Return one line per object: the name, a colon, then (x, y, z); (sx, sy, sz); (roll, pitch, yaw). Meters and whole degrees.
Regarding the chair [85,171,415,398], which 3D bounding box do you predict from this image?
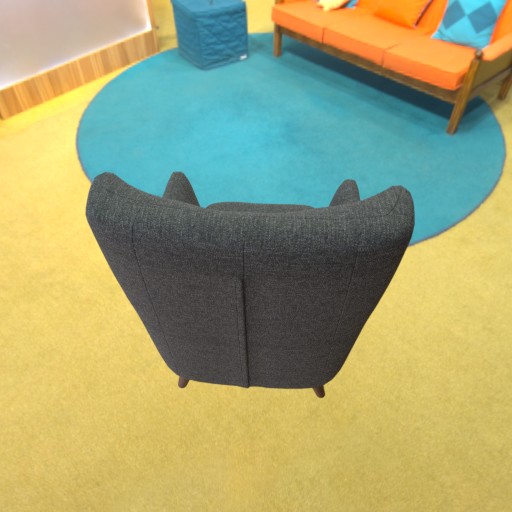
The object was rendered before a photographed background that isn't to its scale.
chair: (0.000, 0.000, 1.718); (0.878, 1.063, 0.904); (3, 47, 3)
